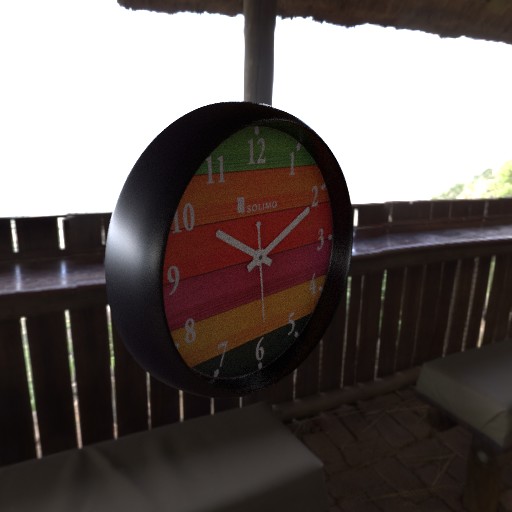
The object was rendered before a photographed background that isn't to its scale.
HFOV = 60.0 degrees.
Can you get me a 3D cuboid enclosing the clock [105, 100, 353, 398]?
[{"bbox_3d":[0.000,0.000,0.449,0.060,0.300,0.300,14,20,43],"label":"clock"}]
